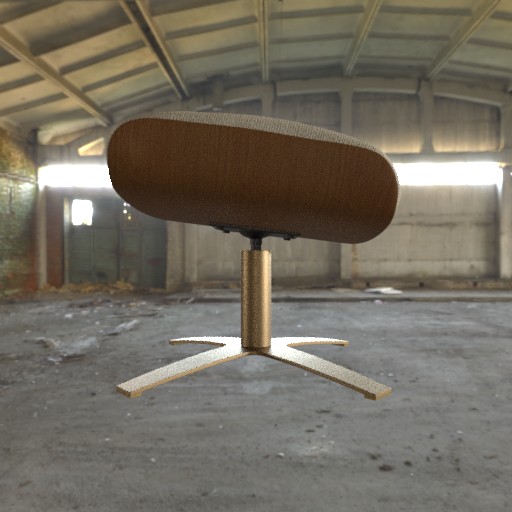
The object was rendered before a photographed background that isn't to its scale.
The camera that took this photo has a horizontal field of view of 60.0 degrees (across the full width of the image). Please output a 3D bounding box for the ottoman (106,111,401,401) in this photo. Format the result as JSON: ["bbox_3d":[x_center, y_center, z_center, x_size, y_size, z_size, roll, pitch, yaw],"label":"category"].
[{"bbox_3d":[0.000,0.000,0.801,0.394,0.391,0.520,0,0,2],"label":"ottoman"}]
